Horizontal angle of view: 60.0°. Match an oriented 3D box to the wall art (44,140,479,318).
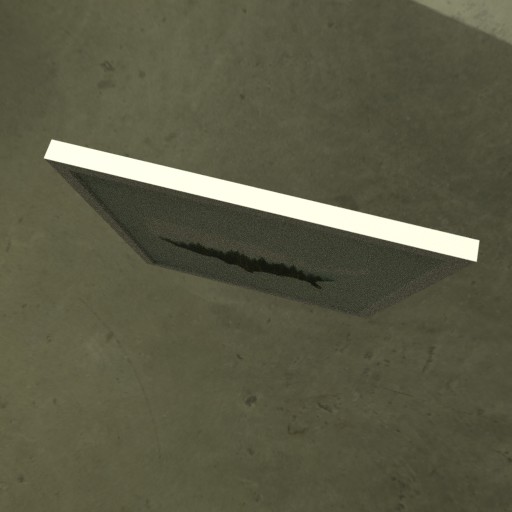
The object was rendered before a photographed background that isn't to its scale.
[{"bbox_3d":[0.000,0.000,1.129,0.762,0.762,0.038,14,75,4],"label":"wall art"}]
